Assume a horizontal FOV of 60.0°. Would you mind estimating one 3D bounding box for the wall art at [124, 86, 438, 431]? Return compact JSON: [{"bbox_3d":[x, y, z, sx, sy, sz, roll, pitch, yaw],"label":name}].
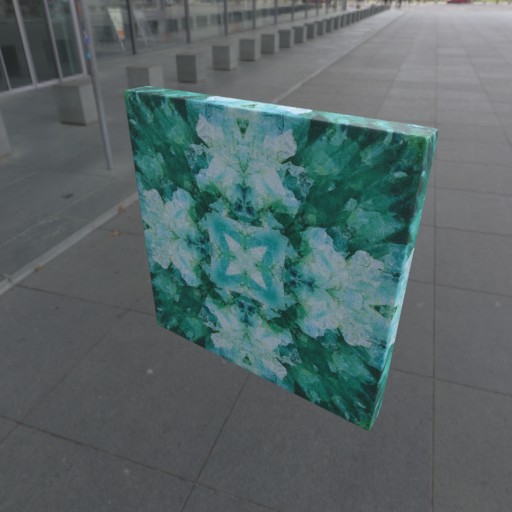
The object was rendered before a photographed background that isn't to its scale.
[{"bbox_3d":[0.000,0.000,0.477,0.313,0.313,0.033,19,36,29],"label":"wall art"}]
